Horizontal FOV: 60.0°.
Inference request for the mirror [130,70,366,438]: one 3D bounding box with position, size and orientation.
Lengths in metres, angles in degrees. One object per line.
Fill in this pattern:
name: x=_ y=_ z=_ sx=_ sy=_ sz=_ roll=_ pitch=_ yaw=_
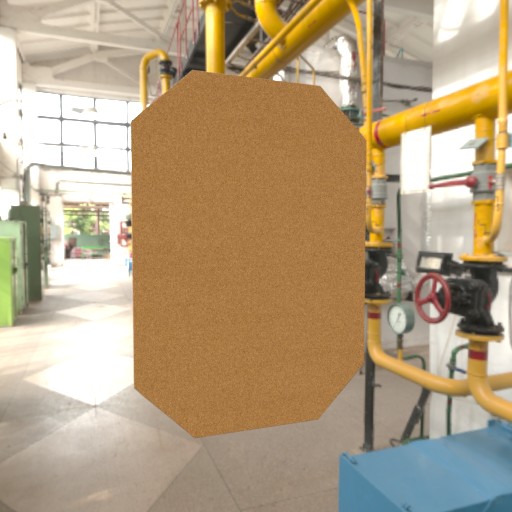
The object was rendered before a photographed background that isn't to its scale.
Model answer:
mirror: x=0.000 y=0.000 z=1.312 sx=0.709 sy=1.015 sz=0.061 roll=-1 pitch=3 yaw=-19
